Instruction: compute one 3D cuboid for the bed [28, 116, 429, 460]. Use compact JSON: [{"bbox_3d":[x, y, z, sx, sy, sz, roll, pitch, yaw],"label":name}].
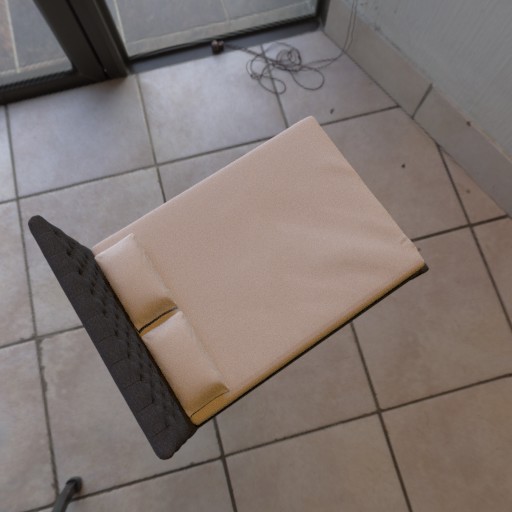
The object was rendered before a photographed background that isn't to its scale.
[{"bbox_3d":[0.000,0.000,3.435,2.387,1.427,1.698,-33,78,-8],"label":"bed"}]
